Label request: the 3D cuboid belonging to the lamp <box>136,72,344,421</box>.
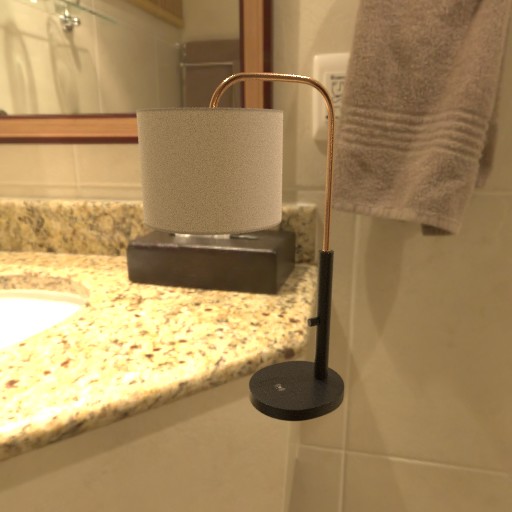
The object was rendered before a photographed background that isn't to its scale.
[{"bbox_3d":[0.000,0.000,0.699,0.337,0.540,0.199,-7,17,-25],"label":"lamp"}]
